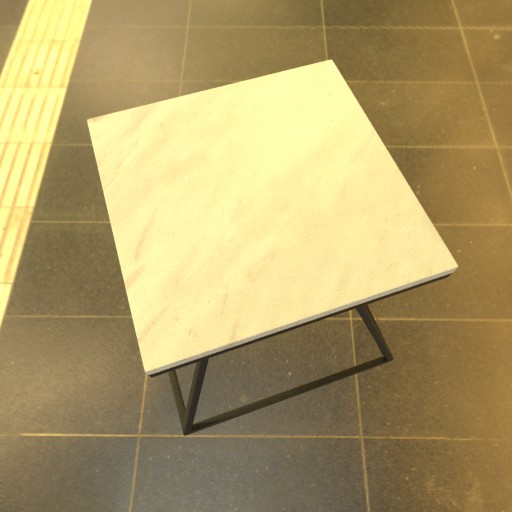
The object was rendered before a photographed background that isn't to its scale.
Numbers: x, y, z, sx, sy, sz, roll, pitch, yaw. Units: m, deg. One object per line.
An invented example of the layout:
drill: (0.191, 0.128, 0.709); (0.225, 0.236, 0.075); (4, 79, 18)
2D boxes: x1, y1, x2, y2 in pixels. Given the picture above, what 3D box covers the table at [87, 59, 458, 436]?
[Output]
table: (0.000, 0.000, 0.812); (0.455, 0.431, 0.455); (-17, 64, -9)
